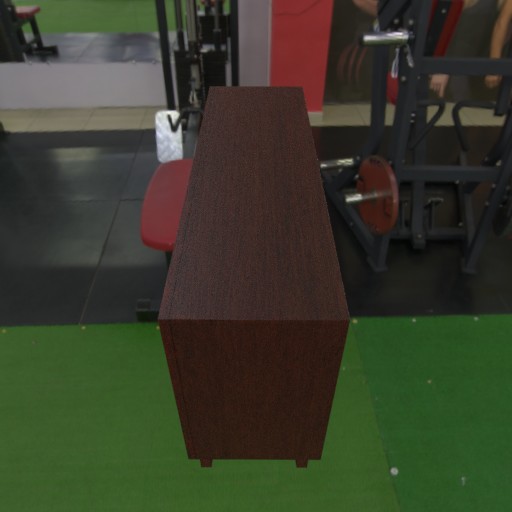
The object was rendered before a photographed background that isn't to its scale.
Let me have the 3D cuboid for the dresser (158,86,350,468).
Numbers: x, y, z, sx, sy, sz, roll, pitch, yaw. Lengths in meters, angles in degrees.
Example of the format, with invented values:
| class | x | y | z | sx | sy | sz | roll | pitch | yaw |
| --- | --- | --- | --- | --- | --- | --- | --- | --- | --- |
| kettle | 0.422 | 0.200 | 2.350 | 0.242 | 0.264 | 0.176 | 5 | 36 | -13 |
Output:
| class | x | y | z | sx | sy | sz | roll | pitch | yaw |
| --- | --- | --- | --- | --- | --- | --- | --- | --- | --- |
| dresser | 0.000 | 0.000 | 2.049 | 0.499 | 0.971 | 1.609 | 0 | 41 | 0 |
